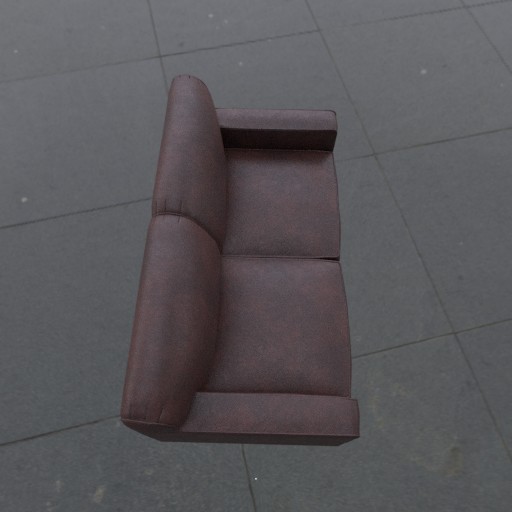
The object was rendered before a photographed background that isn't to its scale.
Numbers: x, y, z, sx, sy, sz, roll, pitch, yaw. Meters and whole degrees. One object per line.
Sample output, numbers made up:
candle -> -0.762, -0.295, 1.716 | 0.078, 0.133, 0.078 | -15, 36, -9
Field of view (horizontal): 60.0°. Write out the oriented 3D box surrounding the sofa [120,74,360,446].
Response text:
sofa -> 0.000, 0.000, 2.406 | 1.000, 0.966, 1.856 | 1, 63, 1
